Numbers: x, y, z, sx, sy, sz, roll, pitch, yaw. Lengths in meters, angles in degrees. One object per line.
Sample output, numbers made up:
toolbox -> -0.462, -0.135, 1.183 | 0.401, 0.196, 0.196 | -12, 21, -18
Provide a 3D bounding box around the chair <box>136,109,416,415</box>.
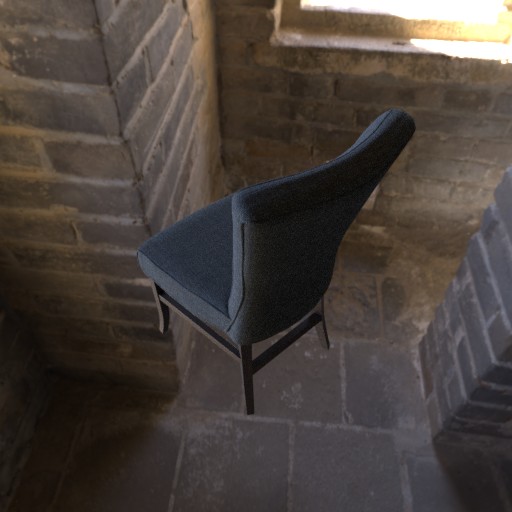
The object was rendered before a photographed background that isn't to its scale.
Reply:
chair -> 0.000, 0.000, 1.374 | 0.520, 0.991, 0.660 | -32, 54, -28
